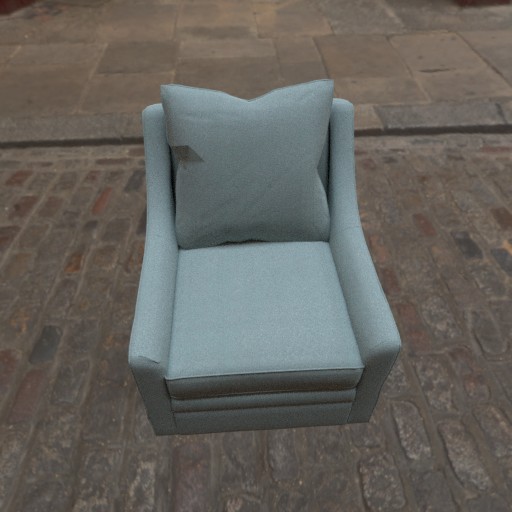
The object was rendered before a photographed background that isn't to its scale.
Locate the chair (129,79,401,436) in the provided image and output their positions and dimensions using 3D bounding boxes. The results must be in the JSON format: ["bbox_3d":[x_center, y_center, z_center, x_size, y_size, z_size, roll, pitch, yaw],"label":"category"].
[{"bbox_3d":[0.000,0.000,1.544,0.760,0.926,0.870,-3,45,-3],"label":"chair"}]
